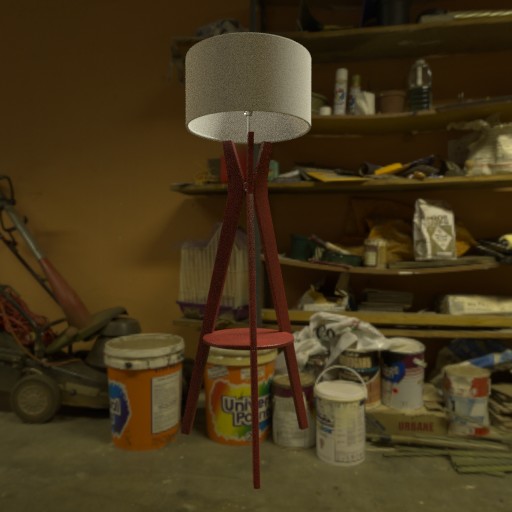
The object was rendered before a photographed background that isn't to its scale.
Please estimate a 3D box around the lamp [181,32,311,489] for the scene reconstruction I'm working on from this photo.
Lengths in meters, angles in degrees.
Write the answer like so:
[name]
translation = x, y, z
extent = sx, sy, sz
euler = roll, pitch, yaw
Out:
[lamp]
translation = 0.000, 0.000, 1.721
extent = 0.542, 1.472, 0.539
euler = -1, 2, -36
